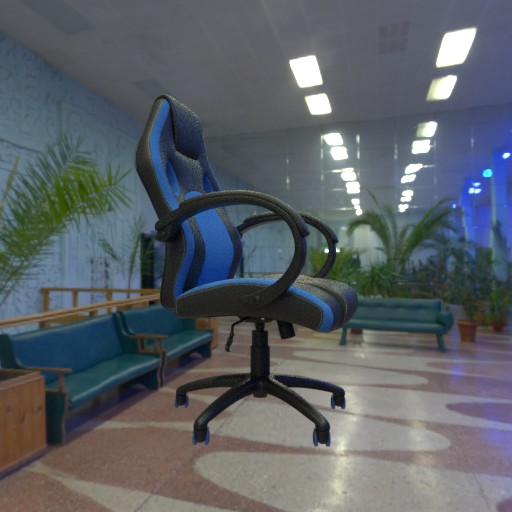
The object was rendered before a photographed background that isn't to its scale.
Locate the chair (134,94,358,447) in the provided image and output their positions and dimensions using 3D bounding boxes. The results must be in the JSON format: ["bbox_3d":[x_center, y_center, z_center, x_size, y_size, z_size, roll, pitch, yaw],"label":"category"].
[{"bbox_3d":[0.000,0.000,1.631,0.724,1.187,0.673,0,-1,18],"label":"chair"}]
